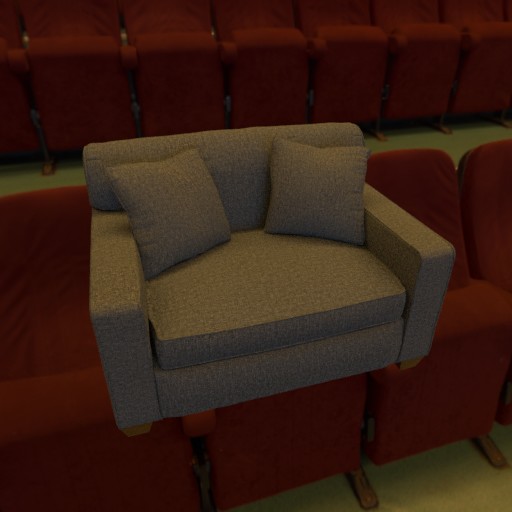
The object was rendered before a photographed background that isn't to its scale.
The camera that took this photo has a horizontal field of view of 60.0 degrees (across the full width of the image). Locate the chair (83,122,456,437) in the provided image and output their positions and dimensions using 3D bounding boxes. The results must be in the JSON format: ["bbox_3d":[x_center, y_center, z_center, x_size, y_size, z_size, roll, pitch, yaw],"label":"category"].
[{"bbox_3d":[0.000,0.000,2.018,1.383,0.948,1.000,-9,32,-15],"label":"chair"}]
